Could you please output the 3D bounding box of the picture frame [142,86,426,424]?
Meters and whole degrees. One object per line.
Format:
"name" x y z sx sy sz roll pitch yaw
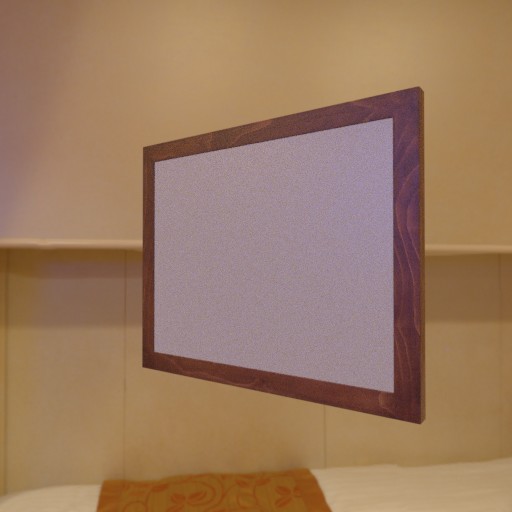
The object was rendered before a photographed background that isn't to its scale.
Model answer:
"picture frame" 0.000 0.000 0.770 0.559 0.457 0.025 0 -1 35
